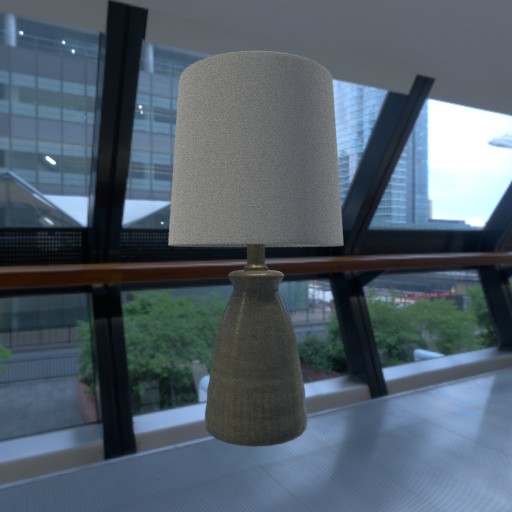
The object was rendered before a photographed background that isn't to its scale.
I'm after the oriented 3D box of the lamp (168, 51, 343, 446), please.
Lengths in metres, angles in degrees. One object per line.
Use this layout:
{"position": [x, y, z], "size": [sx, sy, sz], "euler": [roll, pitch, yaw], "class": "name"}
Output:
{"position": [0.000, 0.000, 0.481], "size": [0.186, 0.369, 0.186], "euler": [0, 0, 0], "class": "lamp"}
